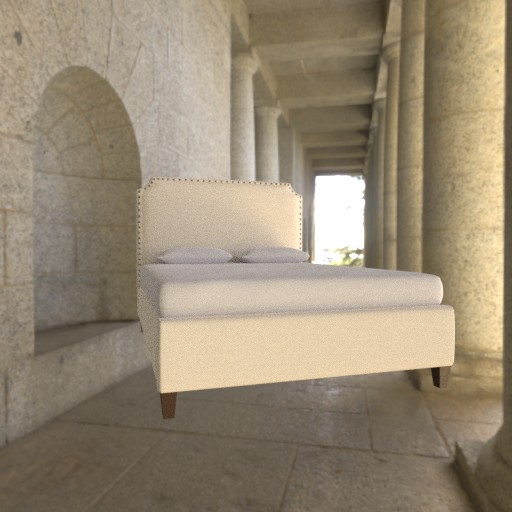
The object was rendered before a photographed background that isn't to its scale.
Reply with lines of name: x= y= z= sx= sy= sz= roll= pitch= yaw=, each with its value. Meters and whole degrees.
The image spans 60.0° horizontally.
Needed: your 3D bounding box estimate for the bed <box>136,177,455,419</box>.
bed: x=0.000 y=0.000 z=3.426 sx=1.712 sy=1.497 sz=2.372 roll=0 pitch=1 yaw=-17
